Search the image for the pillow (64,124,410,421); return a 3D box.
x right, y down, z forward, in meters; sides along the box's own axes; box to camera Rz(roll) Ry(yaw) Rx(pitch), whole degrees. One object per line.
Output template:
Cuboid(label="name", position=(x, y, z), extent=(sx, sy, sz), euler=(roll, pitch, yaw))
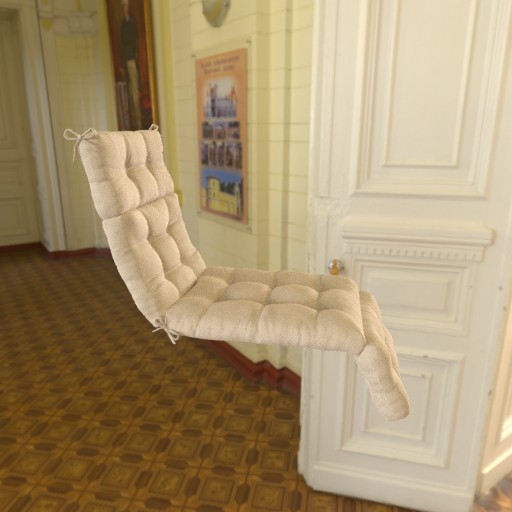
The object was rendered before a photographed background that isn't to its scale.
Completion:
Cuboid(label="pillow", position=(0.000, 0.000, 1.510), extent=(1.016, 0.863, 0.526), euler=(3, 17, 9))
